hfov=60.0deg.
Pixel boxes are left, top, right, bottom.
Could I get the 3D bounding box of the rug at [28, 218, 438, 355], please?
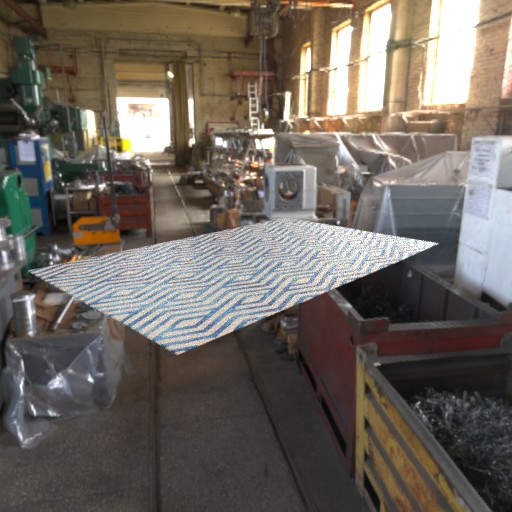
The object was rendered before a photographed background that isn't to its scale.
[{"bbox_3d":[0.000,0.000,3.049,1.531,0.008,2.439,15,21,42],"label":"rug"}]
